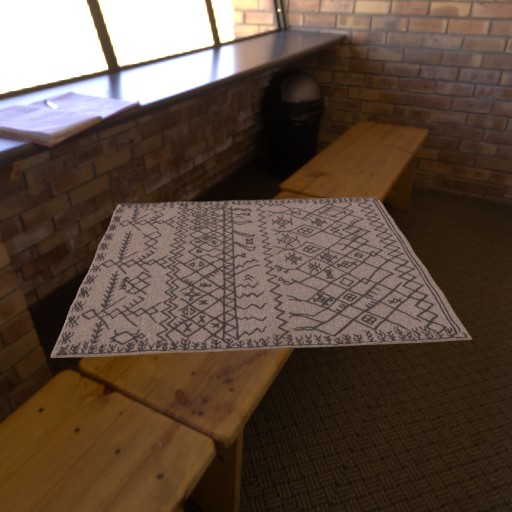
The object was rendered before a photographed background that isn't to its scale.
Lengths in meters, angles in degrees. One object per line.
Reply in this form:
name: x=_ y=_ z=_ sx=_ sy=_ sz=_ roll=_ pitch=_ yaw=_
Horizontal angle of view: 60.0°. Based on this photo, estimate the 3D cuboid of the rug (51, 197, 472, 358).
rug: x=0.000 y=0.000 z=3.362 sx=2.455 sy=0.025 sz=1.964 roll=-2 pitch=33 yaw=-3
